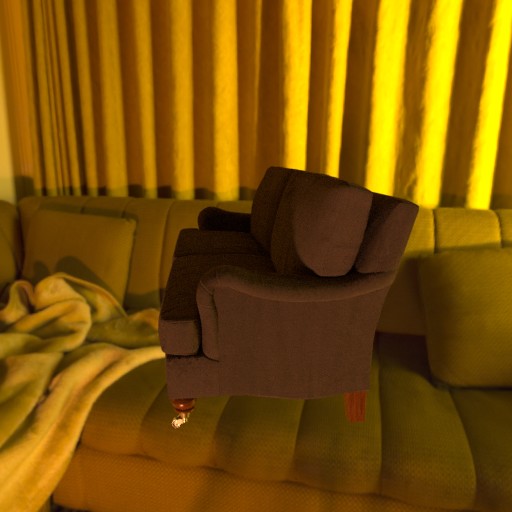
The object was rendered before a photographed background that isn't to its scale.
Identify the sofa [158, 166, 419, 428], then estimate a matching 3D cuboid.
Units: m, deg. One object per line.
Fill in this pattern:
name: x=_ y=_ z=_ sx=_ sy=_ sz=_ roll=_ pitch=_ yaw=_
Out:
sofa: x=0.000 y=0.000 z=2.832 sx=1.086 sy=1.087 sz=2.165 roll=-2 pitch=13 yaw=-7
